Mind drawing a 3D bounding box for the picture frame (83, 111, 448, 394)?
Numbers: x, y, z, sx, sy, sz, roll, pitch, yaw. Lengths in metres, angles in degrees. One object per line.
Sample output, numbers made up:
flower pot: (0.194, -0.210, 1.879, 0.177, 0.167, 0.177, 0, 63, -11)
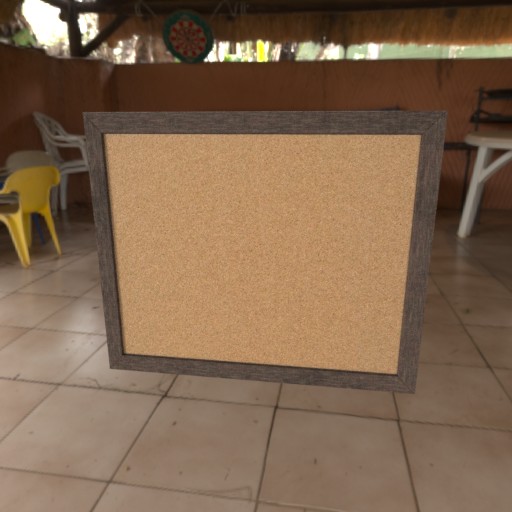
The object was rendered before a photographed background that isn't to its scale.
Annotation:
picture frame: (0.000, 0.000, 0.735, 0.546, 0.455, 0.026, 2, 17, 8)
